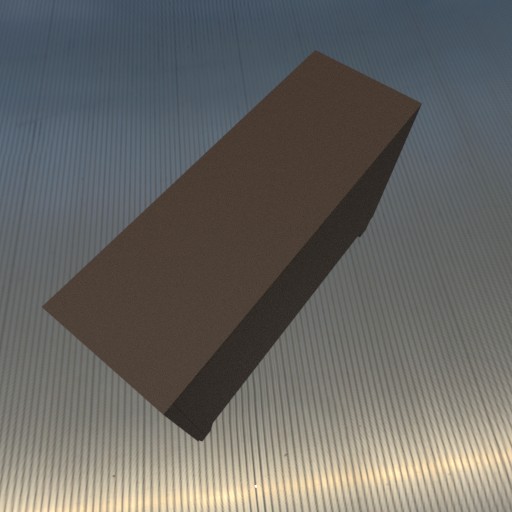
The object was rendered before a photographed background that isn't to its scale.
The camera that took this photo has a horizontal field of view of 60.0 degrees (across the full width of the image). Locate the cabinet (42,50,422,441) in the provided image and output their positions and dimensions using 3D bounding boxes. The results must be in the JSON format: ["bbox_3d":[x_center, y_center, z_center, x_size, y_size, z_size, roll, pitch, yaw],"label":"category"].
[{"bbox_3d":[0.000,0.000,1.871,0.482,0.914,1.396,35,68,16],"label":"cabinet"}]
